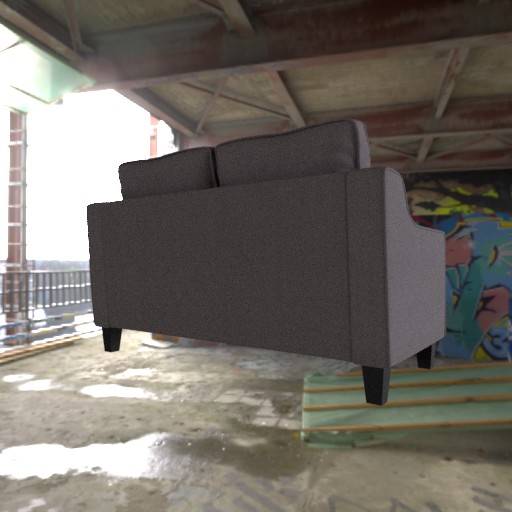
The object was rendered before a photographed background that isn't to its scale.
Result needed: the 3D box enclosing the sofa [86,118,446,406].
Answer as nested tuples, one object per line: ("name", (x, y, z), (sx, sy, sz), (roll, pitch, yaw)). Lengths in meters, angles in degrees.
("sofa", (0.000, 0.000, 2.052), (1.500, 0.948, 0.791), (0, -1, 36))
